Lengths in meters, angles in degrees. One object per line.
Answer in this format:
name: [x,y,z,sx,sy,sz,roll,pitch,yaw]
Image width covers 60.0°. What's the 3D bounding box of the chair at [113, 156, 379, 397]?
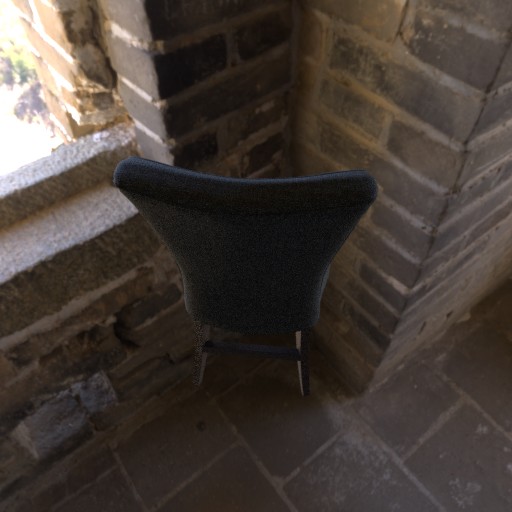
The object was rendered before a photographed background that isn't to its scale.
chair: [0.000,0.000,1.373,0.520,0.991,0.660,4,47,4]
